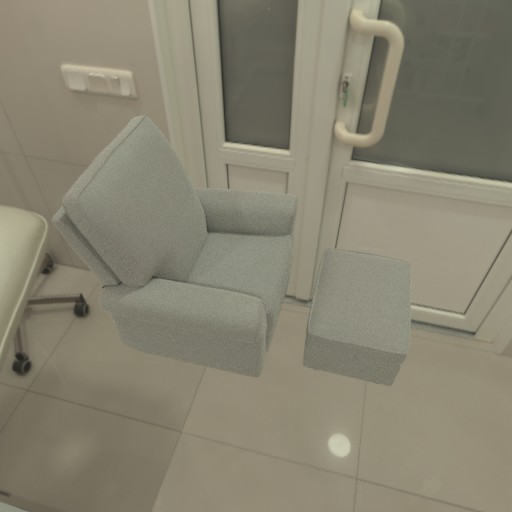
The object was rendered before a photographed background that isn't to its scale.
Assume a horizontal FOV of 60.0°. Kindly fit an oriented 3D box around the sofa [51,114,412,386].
[{"bbox_3d":[0.000,0.000,2.067,1.478,0.959,0.880,11,48,10],"label":"sofa"}]
